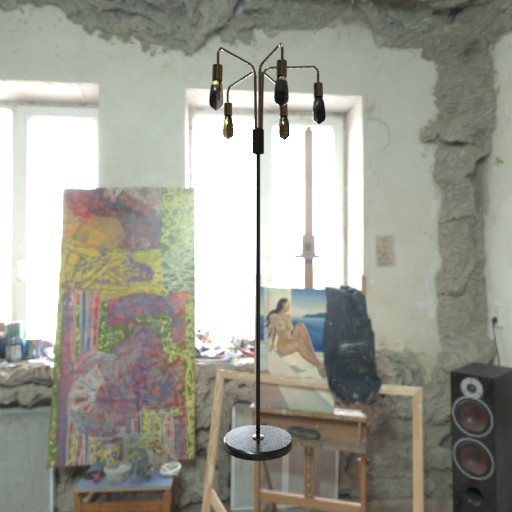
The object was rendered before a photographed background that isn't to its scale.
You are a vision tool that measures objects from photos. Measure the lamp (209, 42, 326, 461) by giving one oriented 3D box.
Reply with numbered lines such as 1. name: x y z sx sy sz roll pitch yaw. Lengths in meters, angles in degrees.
1. lamp: 0.000 0.000 2.016 0.572 1.721 0.599 0 0 -35
